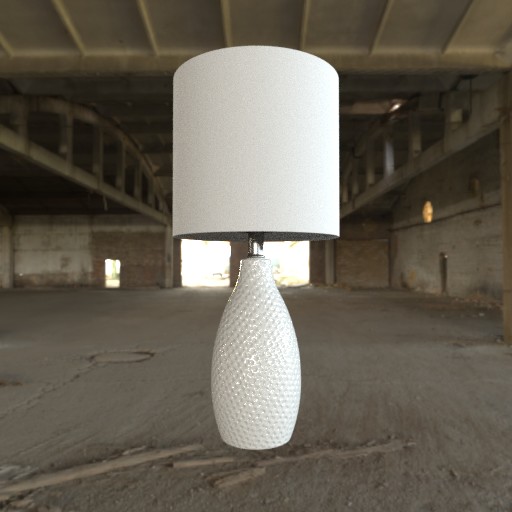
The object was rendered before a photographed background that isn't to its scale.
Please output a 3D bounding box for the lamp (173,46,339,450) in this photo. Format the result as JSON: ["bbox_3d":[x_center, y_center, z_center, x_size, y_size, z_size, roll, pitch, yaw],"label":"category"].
[{"bbox_3d":[0.000,0.000,0.580,0.214,0.466,0.214,0,-1,0],"label":"lamp"}]
